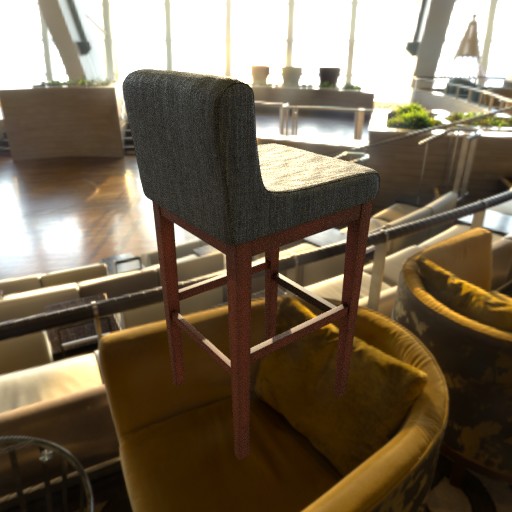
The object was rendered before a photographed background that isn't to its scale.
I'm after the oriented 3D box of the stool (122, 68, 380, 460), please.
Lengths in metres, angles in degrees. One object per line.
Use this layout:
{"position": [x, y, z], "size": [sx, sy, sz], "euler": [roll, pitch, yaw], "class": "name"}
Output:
{"position": [0.000, 0.000, 1.234], "size": [0.499, 0.965, 0.426], "euler": [-18, 31, -33], "class": "stool"}
